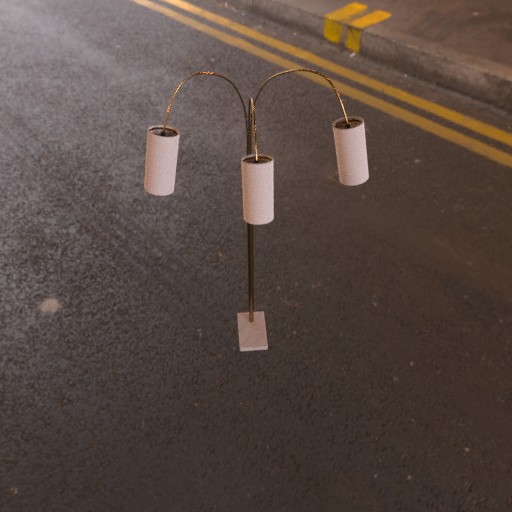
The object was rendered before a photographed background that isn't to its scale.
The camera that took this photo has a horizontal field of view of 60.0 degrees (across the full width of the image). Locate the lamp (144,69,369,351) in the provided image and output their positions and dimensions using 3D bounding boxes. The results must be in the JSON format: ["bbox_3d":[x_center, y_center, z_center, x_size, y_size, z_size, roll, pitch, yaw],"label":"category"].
[{"bbox_3d":[0.000,0.000,2.521,1.020,2.055,0.667,-4,47,-3],"label":"lamp"}]
